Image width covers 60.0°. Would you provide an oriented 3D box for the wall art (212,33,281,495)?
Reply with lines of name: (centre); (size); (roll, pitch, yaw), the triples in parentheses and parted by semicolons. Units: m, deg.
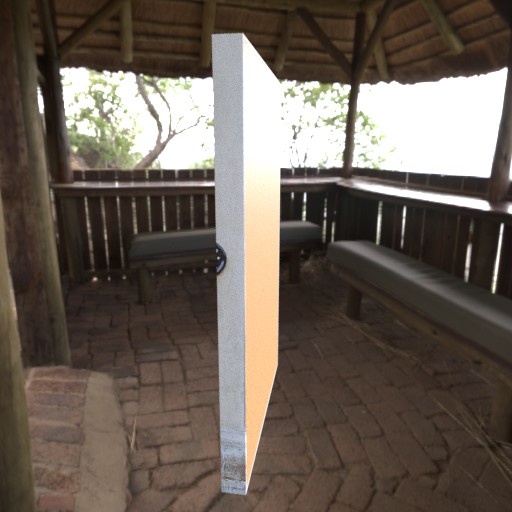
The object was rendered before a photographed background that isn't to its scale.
wall art: (0.000, 0.000, 0.760); (0.036, 0.607, 0.403); (2, 14, 9)
